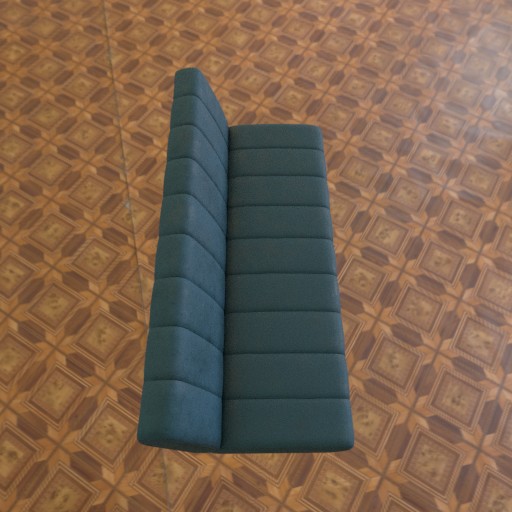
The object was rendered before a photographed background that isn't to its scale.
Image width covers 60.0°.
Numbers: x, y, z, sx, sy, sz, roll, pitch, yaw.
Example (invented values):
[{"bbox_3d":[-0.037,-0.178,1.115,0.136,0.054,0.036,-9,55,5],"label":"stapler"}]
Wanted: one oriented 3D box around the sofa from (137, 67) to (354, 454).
[{"bbox_3d":[0.000,0.000,2.240,0.830,0.825,1.810,-1,62,0],"label":"sofa"}]
